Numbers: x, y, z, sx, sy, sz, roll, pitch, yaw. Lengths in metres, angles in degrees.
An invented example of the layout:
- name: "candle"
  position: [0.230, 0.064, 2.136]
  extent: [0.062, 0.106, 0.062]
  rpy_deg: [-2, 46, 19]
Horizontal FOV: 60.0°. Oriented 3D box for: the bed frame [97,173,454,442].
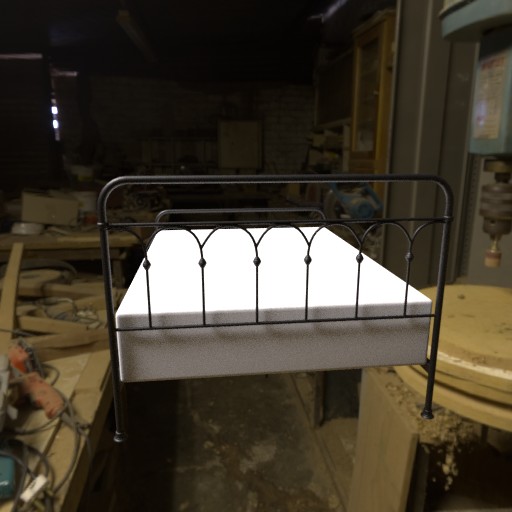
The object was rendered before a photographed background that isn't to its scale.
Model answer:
- name: "bed frame"
  position: [0.000, 0.000, 3.154]
  extent: [1.664, 1.276, 2.203]
  rpy_deg: [-2, 14, -6]
